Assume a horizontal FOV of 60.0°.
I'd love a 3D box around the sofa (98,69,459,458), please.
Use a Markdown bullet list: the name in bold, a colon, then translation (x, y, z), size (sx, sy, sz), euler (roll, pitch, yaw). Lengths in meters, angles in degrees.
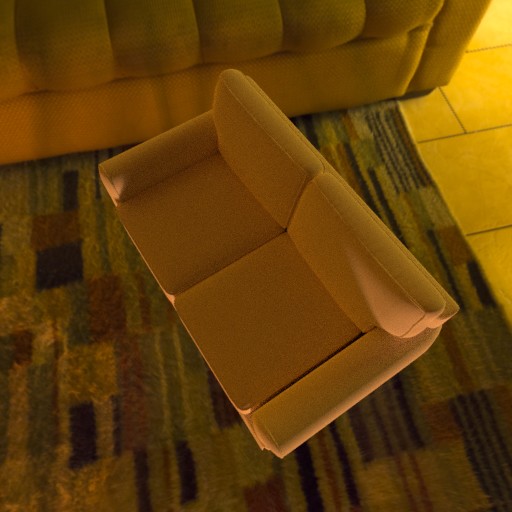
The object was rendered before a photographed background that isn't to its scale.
- **sofa**: translation (0.000, 0.000, 2.317), size (0.991, 0.940, 1.727), euler (-31, 68, -14)
